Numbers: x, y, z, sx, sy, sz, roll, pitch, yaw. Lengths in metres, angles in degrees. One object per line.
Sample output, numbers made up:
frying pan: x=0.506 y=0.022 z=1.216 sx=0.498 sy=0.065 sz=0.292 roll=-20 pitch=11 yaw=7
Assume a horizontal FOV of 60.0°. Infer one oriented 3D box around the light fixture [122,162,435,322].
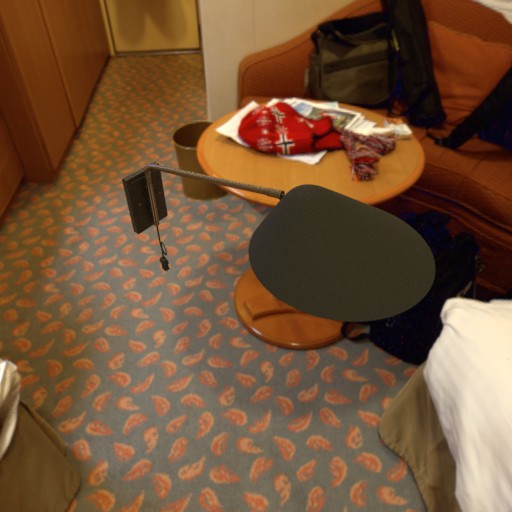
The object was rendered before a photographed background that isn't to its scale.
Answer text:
light fixture: x=0.000 y=0.000 z=0.698 sx=0.516 sy=0.312 sz=0.240 roll=27 pitch=48 yaw=27
